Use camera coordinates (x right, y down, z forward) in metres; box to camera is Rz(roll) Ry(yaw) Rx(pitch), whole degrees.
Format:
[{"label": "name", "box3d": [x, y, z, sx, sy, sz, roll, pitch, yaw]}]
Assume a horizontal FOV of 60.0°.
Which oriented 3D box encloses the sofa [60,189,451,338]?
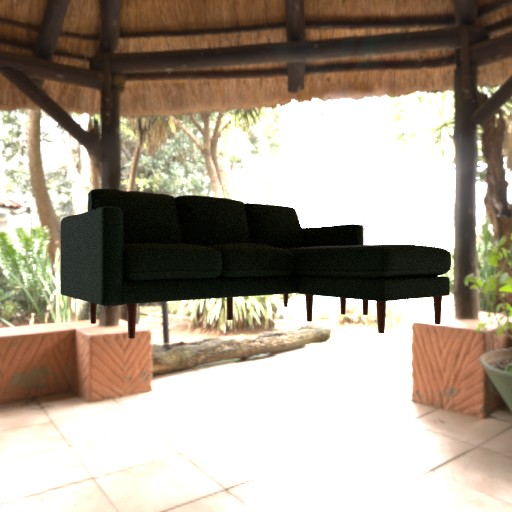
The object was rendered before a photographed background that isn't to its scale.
[{"label": "sofa", "box3d": [0.000, 0.000, 2.885, 2.030, 0.899, 1.580, 0, 0, -37]}]
